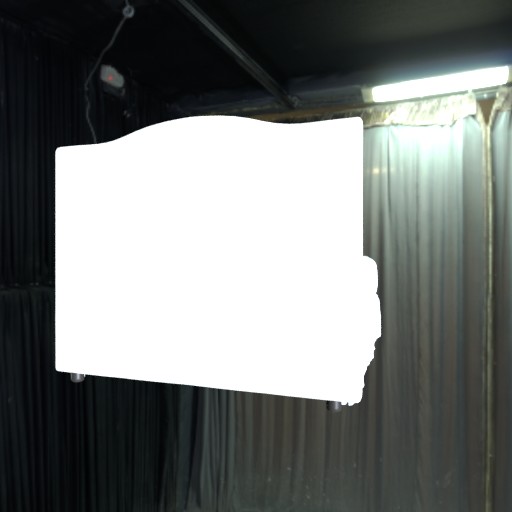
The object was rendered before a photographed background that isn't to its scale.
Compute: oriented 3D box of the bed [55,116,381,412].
[{"bbox_3d":[0.000,0.000,3.290,1.753,1.460,2.143,0,0,19],"label":"bed"}]
